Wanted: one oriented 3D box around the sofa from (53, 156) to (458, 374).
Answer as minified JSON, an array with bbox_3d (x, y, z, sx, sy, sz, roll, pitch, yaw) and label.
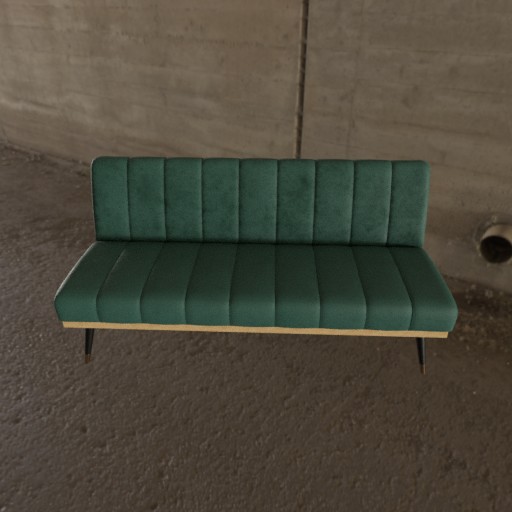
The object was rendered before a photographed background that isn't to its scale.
[{"bbox_3d":[0.000,0.000,2.282,1.810,0.820,0.830,1,30,2],"label":"sofa"}]
